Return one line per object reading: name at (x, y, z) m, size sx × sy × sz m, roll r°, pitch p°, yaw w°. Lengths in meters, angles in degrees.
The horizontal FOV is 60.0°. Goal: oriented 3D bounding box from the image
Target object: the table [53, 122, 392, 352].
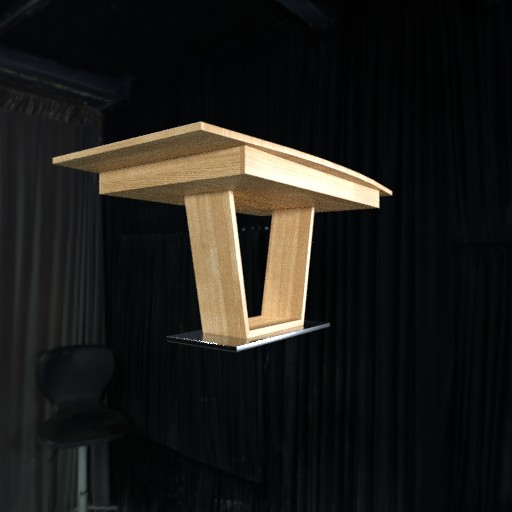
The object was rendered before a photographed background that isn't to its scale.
table at (0.000, 0.000, 2.122) m, size 0.900 × 0.748 × 1.598 m, roll 0°, pitch 0°, yaw 36°
